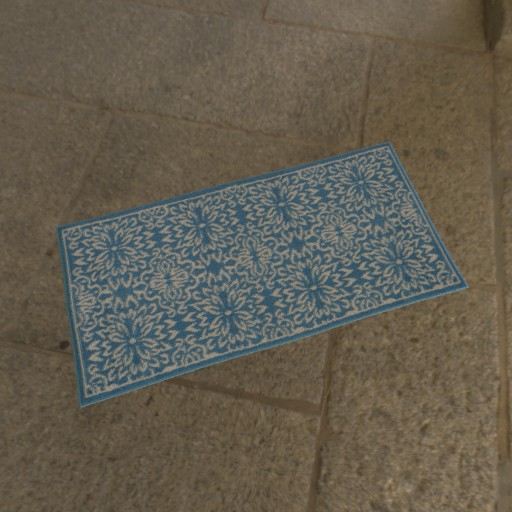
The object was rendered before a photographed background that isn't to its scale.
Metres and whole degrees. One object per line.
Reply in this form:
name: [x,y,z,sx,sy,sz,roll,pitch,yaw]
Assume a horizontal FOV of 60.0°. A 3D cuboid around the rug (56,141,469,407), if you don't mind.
rug: [0.000,0.000,1.438,1.219,0.007,0.604,-16,66,-7]
